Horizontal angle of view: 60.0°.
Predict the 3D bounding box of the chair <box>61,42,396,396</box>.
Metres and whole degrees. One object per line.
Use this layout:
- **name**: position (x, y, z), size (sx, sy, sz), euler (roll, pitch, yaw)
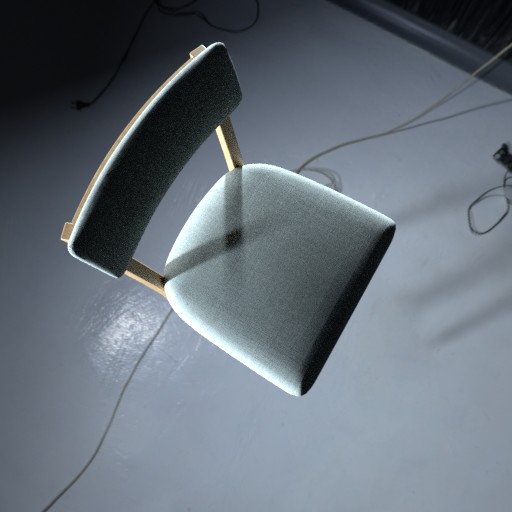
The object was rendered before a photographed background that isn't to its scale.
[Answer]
- **chair**: position (0.000, 0.000, 1.161), size (0.572, 0.832, 0.508), euler (30, 78, 7)
